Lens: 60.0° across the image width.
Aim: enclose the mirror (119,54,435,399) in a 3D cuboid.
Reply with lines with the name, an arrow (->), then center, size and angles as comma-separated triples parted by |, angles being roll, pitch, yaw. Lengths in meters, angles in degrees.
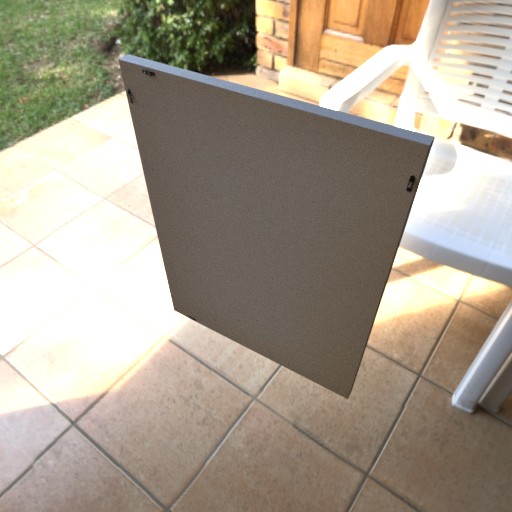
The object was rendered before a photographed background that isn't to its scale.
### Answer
mirror -> 0.000, 0.000, 1.326 | 0.762, 1.016, 0.040 | 23, 50, 21
